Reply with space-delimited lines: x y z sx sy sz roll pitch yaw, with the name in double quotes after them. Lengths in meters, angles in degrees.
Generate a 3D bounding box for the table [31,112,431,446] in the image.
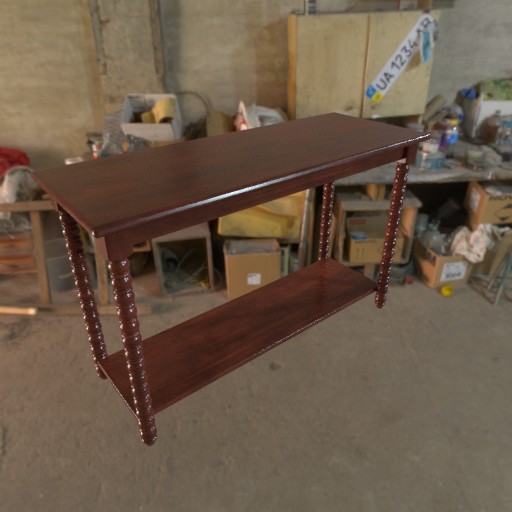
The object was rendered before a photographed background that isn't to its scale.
0.000 0.000 1.528 1.184 0.740 0.459 -22 36 -33 "table"
